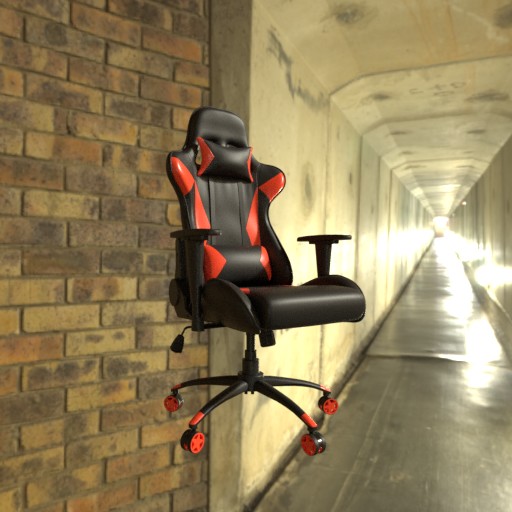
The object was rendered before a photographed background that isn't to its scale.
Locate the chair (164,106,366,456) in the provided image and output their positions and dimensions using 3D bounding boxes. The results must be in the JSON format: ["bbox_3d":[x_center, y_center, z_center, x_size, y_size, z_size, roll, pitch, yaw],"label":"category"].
[{"bbox_3d":[0.000,0.000,1.698,0.695,1.282,0.730,0,0,-36],"label":"chair"}]
